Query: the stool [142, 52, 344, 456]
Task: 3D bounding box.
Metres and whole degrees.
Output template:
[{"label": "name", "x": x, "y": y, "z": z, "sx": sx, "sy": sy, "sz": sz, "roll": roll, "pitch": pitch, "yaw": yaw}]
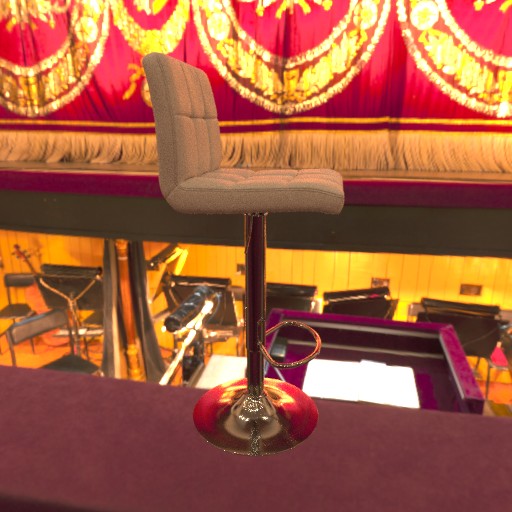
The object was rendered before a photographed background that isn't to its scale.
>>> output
[{"label": "stool", "x": 0.000, "y": 0.000, "z": 1.357, "sx": 0.505, "sy": 1.115, "sz": 0.430, "roll": 3, "pitch": 16, "yaw": 10}]
